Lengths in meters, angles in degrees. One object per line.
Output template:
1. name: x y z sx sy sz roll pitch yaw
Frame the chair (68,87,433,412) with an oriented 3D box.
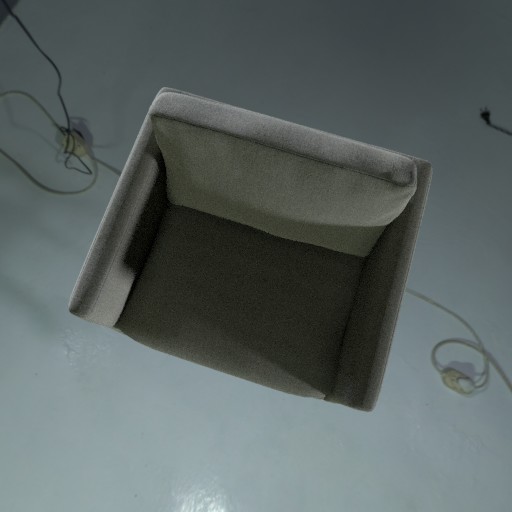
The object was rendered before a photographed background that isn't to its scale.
1. chair: 0.000 0.000 1.816 1.107 0.963 0.959 17 76 4
